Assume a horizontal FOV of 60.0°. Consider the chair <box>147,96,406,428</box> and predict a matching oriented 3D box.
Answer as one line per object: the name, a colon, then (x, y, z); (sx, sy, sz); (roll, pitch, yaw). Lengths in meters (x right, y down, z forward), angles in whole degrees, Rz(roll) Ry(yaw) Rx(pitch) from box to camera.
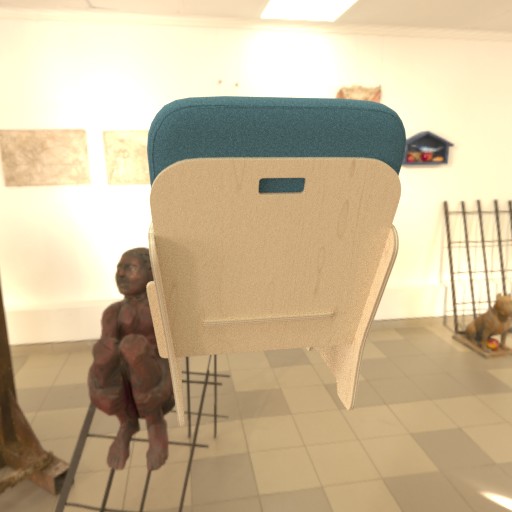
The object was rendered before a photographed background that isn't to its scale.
chair: (0.000, 0.000, 1.192); (0.547, 0.747, 0.657); (-2, 13, -10)
